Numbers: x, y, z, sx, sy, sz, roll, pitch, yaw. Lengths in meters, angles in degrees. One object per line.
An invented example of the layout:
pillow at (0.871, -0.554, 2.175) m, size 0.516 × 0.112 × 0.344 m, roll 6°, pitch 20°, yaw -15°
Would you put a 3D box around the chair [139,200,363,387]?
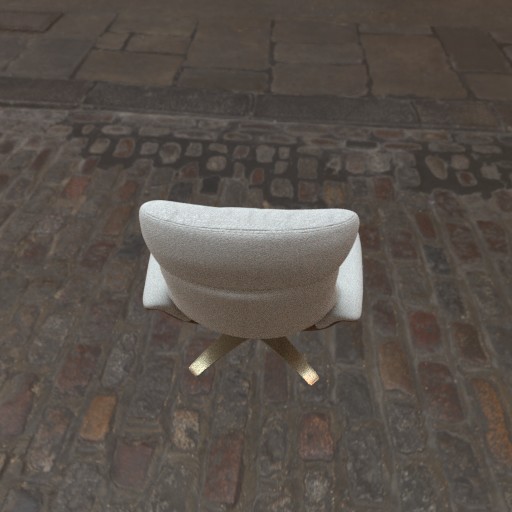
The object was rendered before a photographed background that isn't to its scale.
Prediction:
chair at (0.000, 0.000, 1.612) m, size 0.785 × 0.995 × 0.837 m, roll 3°, pitch 46°, yaw 3°
